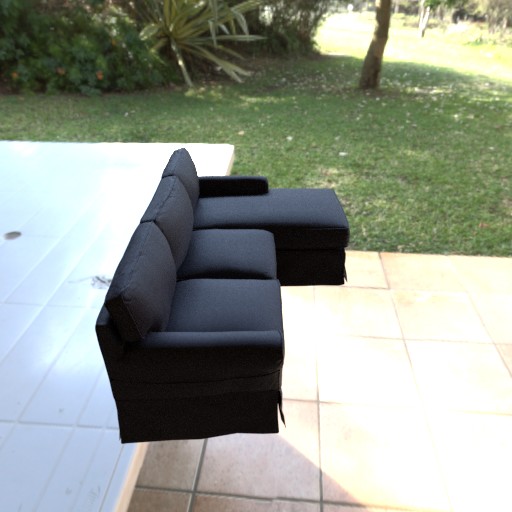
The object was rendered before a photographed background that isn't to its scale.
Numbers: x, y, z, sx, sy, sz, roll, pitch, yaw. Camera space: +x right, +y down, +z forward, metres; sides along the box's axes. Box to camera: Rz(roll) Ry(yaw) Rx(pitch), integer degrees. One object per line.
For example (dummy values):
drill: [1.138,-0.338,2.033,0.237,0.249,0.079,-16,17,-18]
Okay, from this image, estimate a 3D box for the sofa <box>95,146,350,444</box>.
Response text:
sofa: [0.000,0.000,3.364,1.637,1.039,2.518,0,31,-1]
